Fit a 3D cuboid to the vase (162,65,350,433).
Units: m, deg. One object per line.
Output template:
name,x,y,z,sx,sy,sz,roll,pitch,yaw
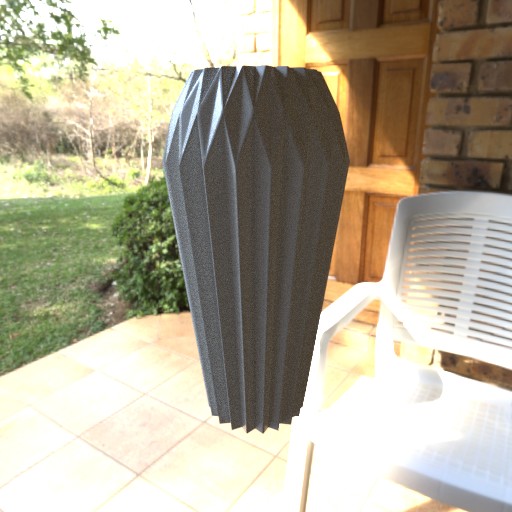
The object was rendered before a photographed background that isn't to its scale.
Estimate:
vase,0.000,0.000,0.342,0.133,0.263,0.133,0,17,0
